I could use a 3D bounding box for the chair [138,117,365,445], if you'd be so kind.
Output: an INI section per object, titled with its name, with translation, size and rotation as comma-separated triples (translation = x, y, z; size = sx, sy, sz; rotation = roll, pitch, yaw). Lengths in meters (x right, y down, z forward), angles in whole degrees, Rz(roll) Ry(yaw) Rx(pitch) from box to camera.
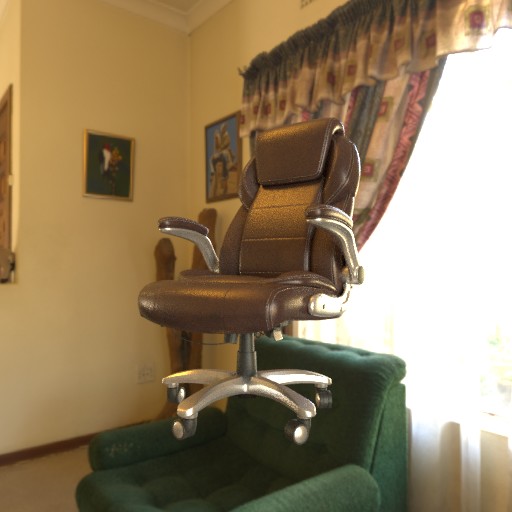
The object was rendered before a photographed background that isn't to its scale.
[chair]
translation = 0.000, 0.000, 1.674
size = 0.733, 1.160, 0.774
rotation = -1, -1, 36
